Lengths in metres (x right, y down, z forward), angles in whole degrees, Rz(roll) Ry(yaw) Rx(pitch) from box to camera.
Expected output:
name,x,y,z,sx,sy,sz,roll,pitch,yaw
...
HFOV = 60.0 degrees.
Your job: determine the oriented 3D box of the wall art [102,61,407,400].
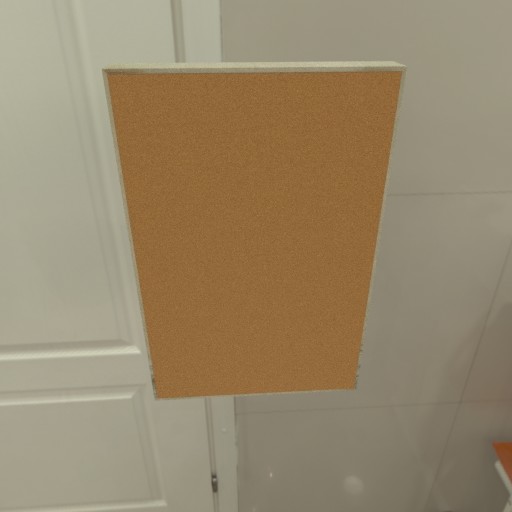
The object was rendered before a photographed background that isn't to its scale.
name,x,y,z,sx,sy,sz,roll,pitch,yaw
wall art,0.000,0.000,0.478,0.254,0.381,0.038,-2,30,-3
